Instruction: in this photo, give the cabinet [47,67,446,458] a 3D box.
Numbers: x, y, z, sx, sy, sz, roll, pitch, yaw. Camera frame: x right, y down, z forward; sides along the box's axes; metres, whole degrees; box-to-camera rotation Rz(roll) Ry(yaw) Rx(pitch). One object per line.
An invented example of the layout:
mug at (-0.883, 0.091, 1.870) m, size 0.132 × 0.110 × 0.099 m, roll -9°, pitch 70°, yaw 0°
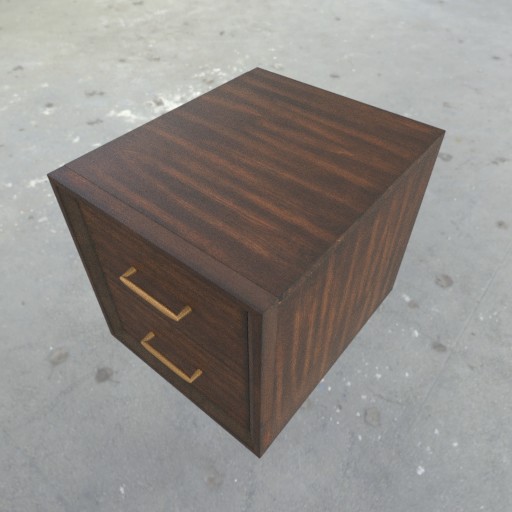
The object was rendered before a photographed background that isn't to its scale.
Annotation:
cabinet at (0.000, 0.000, 0.846) m, size 0.402 × 0.455 × 0.500 m, roll 30°, pitch 53°, yaw 26°
